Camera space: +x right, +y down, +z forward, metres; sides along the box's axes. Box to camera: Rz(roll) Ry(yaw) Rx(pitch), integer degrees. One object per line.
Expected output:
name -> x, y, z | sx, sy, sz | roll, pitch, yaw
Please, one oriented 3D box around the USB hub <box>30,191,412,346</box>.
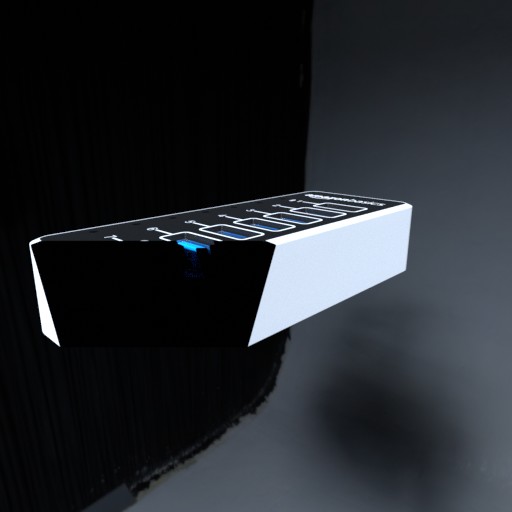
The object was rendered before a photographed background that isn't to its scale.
USB hub -> 0.000, 0.000, 0.129 | 0.044, 0.023, 0.110 | 16, 23, 42
